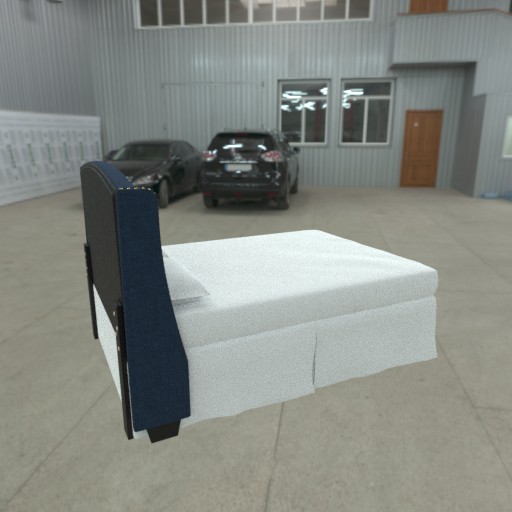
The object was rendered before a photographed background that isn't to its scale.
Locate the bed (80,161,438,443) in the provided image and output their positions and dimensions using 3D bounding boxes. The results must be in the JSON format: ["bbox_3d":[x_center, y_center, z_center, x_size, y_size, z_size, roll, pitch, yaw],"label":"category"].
[{"bbox_3d":[0.000,0.000,3.241,2.223,1.402,1.604,-8,17,-25],"label":"bed"}]
